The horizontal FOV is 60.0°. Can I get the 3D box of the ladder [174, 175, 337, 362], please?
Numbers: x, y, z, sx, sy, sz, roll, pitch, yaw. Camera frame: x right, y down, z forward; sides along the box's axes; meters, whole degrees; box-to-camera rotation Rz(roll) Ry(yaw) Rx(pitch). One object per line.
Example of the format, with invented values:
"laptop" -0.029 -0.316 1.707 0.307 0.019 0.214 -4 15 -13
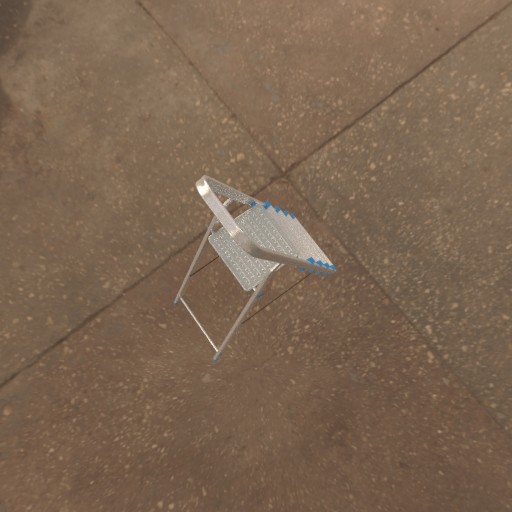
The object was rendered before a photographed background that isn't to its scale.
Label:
"ladder" 0.000 0.000 2.099 0.990 1.648 0.468 -35 78 -8
